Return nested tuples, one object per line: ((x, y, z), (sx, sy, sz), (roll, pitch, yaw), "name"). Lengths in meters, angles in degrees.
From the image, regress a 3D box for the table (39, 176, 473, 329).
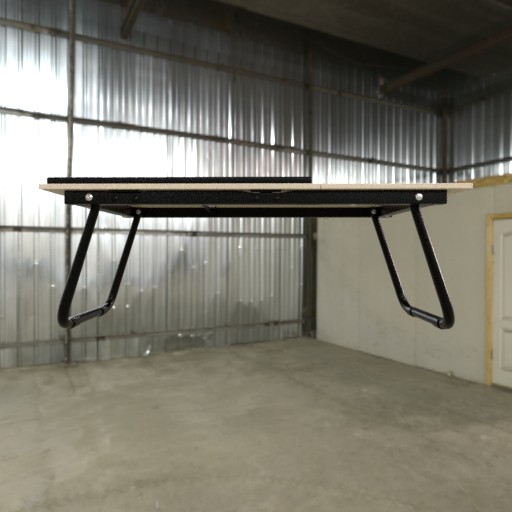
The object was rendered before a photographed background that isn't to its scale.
((0.000, 0.000, 0.816), (0.644, 0.242, 0.322), (0, 1, 1), "table")
